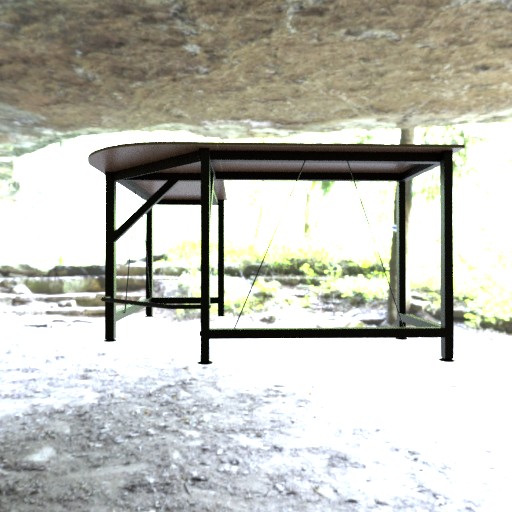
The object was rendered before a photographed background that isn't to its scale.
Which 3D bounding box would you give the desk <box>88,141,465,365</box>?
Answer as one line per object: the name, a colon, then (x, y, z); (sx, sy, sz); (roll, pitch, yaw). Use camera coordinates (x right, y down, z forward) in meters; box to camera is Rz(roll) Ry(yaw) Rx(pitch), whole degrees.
desk: (0.000, 0.000, 2.211); (1.400, 0.762, 1.400); (0, -1, -2)
